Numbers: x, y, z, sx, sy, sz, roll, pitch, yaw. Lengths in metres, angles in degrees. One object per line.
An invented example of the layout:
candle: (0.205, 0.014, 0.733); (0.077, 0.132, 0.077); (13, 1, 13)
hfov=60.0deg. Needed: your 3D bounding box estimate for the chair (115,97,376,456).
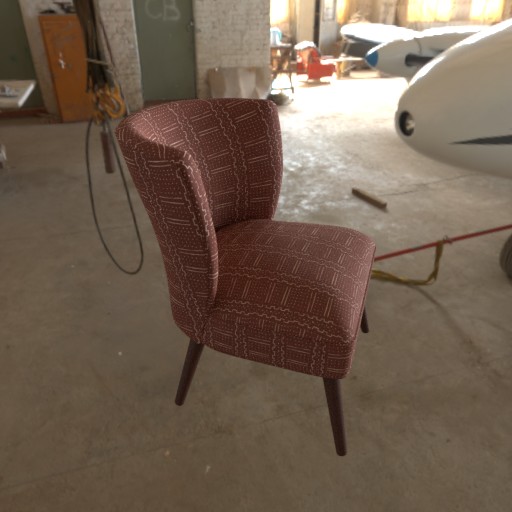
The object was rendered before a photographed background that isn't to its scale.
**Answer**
chair: (0.000, 0.000, 1.417); (0.758, 0.866, 0.706); (10, 31, 16)
